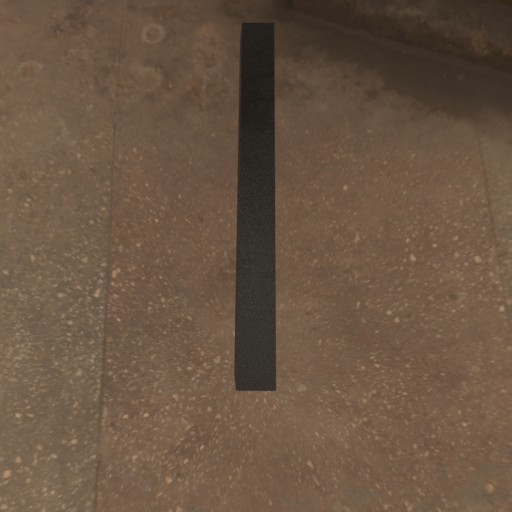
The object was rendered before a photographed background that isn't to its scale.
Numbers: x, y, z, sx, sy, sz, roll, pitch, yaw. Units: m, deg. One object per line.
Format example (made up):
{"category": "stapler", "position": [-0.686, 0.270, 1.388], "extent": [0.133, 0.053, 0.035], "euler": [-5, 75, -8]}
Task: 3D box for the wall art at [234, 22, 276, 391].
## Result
{"category": "wall art", "position": [0.000, 0.000, 0.577], "extent": [0.031, 0.457, 0.313], "euler": [0, 76, 0]}
